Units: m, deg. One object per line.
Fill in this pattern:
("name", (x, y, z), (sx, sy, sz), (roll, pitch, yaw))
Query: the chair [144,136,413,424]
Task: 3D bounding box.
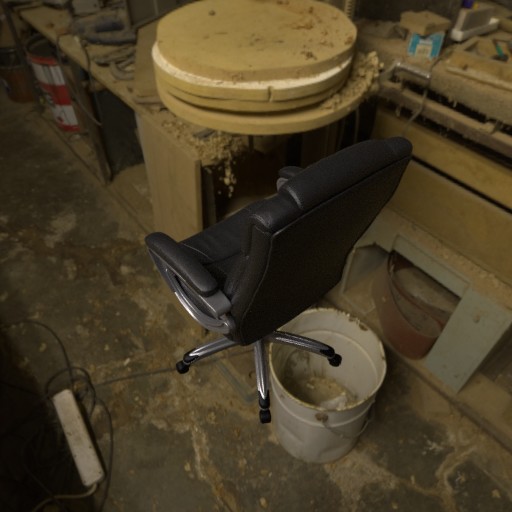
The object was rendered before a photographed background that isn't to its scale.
("chair", (0.000, 0.000, 1.593), (0.721, 1.130, 0.719), (-29, 53, -25))
